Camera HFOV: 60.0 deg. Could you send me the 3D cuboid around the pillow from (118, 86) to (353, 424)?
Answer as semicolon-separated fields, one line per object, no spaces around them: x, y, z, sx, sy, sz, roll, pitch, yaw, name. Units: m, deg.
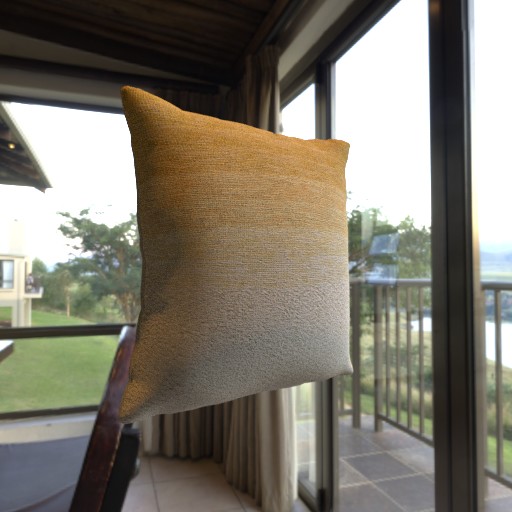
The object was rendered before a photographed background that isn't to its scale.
0.000;0.000;0.721;0.450;0.450;0.211;1;-2;-36;pillow
